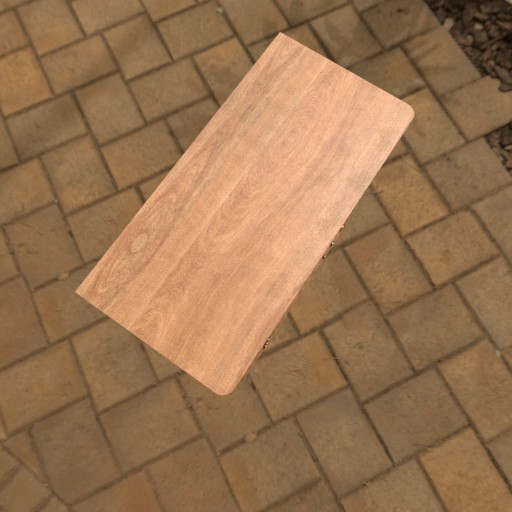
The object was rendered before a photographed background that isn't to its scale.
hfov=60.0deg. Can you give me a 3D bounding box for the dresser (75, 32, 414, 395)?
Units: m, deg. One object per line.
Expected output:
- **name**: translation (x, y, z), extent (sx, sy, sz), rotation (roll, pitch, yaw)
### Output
- **dresser**: translation (0.000, 0.000, 1.858), extent (0.484, 1.318, 0.973), rotation (33, 78, 8)
